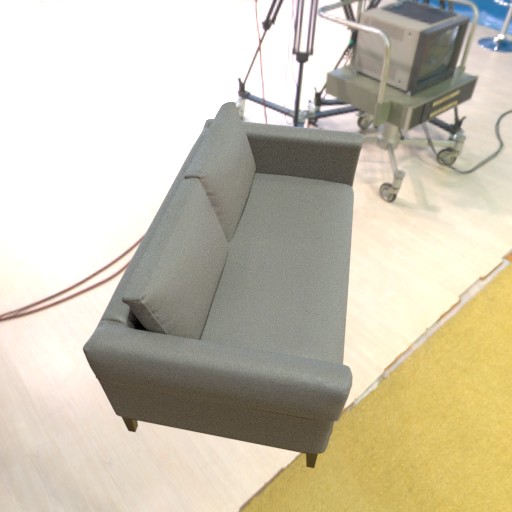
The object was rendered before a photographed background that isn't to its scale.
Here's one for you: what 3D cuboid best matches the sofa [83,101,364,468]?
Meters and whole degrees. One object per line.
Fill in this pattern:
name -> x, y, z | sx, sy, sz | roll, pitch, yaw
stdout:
sofa -> 0.000, 0.000, 2.132 | 0.899, 0.873, 1.598 | 8, 46, 8
